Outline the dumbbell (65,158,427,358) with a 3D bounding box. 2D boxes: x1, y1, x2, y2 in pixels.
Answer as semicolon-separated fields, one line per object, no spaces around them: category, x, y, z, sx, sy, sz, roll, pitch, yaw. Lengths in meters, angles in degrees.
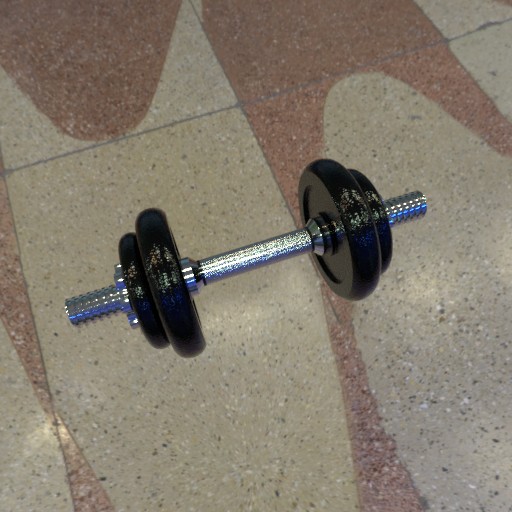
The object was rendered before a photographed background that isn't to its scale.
dumbbell;0.000;0.000;0.598;0.497;0.202;0.202;-17;66;-8
